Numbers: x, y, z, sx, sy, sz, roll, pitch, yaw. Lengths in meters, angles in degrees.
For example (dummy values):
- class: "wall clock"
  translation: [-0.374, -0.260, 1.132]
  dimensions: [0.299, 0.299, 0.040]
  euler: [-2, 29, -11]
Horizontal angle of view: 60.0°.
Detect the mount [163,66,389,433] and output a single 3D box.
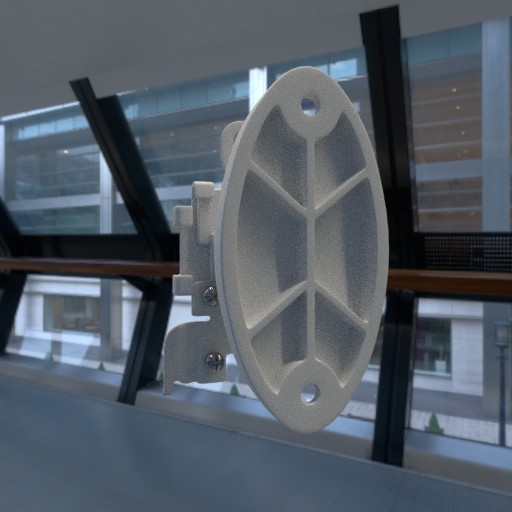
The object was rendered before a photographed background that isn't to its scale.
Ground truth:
- class: "mount"
  translation: [0.000, 0.000, 0.173]
  dimensions: [0.066, 0.118, 0.100]
  euler: [0, 0, -18]
